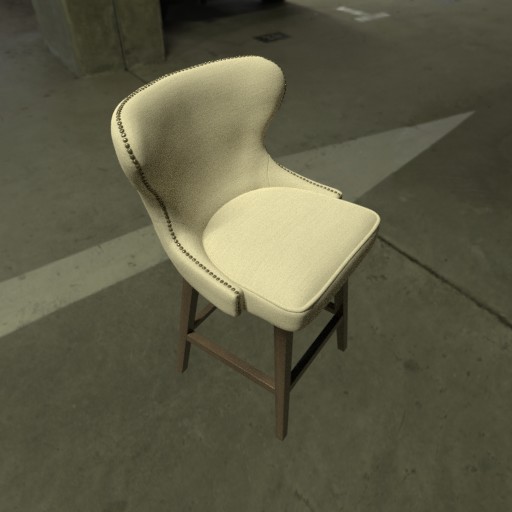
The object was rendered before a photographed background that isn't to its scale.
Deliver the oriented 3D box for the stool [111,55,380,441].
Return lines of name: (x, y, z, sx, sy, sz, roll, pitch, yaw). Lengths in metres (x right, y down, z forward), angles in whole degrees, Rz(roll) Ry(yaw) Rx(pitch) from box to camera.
stool: (0.000, 0.000, 1.341, 0.597, 0.972, 0.615, 25, 47, 26)
